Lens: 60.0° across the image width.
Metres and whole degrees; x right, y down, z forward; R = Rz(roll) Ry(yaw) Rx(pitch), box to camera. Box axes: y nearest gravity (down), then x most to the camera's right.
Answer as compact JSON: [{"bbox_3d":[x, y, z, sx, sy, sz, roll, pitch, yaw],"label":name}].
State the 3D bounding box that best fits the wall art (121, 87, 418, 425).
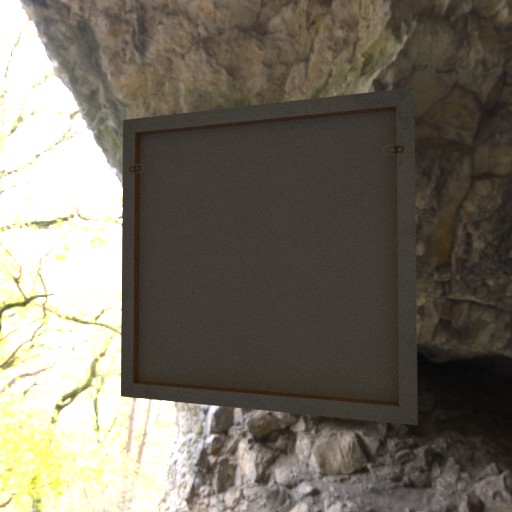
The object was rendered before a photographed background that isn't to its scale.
[{"bbox_3d":[0.000,0.000,1.124,0.762,0.762,0.041,0,-2,17],"label":"wall art"}]
